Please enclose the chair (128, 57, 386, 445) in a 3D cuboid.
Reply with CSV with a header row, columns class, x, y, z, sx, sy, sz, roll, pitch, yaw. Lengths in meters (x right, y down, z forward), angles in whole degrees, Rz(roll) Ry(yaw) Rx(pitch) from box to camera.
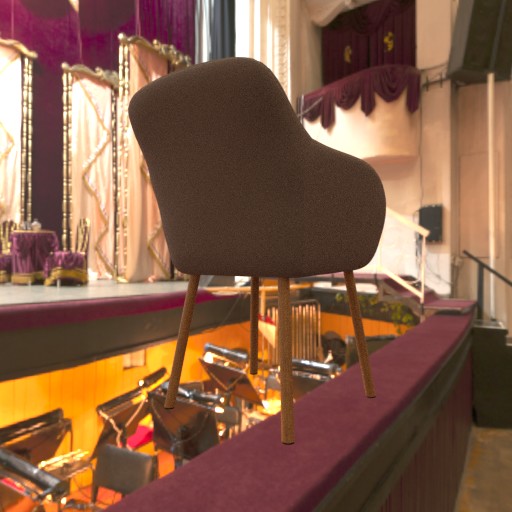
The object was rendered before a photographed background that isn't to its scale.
class,x,y,z,sx,sy,sz,roll,pitch,yaw
chair,0.000,0.000,1.212,0.570,0.830,0.590,0,0,36
